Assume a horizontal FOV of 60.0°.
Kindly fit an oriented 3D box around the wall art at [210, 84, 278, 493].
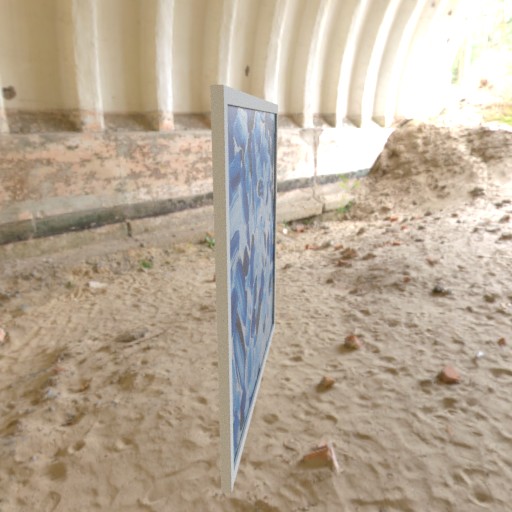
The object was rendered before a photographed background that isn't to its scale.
[{"bbox_3d":[0.000,0.000,0.681,0.012,0.457,0.457,3,17,9],"label":"wall art"}]
